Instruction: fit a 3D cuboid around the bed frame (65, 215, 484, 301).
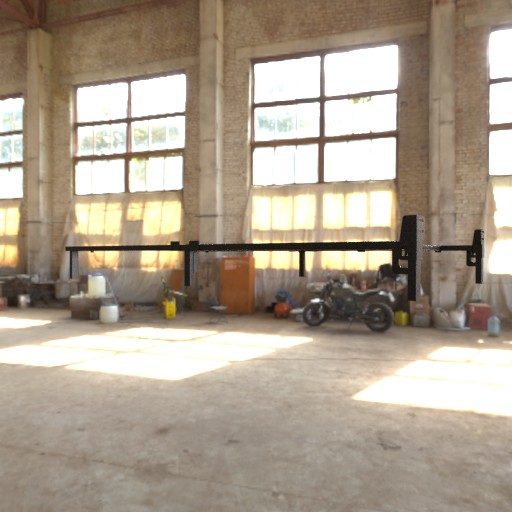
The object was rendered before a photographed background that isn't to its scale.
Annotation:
[{"bbox_3d":[0.000,0.000,2.225,1.897,0.248,0.968,0,0,37],"label":"bed frame"}]
